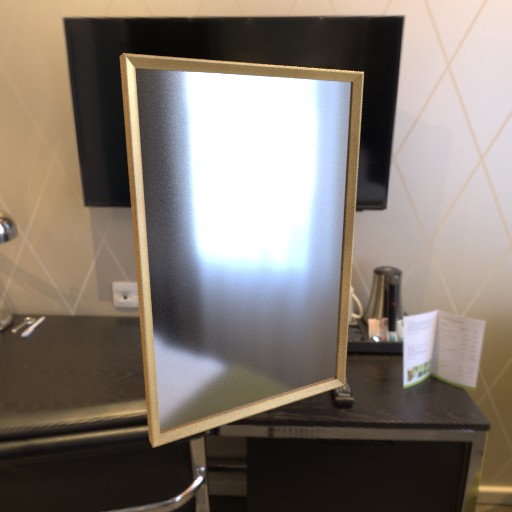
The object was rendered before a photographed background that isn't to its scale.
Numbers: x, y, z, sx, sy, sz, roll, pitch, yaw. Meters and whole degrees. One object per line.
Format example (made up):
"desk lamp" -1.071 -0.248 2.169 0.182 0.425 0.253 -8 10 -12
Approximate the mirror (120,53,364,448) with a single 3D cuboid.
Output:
"mirror" 0.000 0.000 1.147 0.609 0.915 0.041 -8 18 -27
